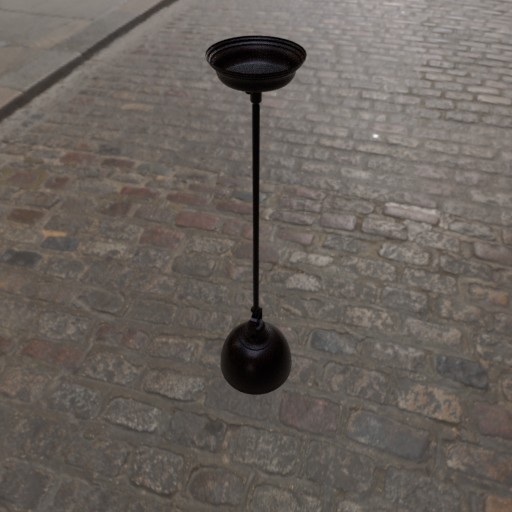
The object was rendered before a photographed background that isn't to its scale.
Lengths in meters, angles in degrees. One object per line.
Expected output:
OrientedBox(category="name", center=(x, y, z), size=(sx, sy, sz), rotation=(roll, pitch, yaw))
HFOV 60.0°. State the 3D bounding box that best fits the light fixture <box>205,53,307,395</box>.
OrientedBox(category="light fixture", center=(0.000, 0.000, 0.866), size=(0.182, 0.768, 0.182), rotation=(11, 46, 11))
